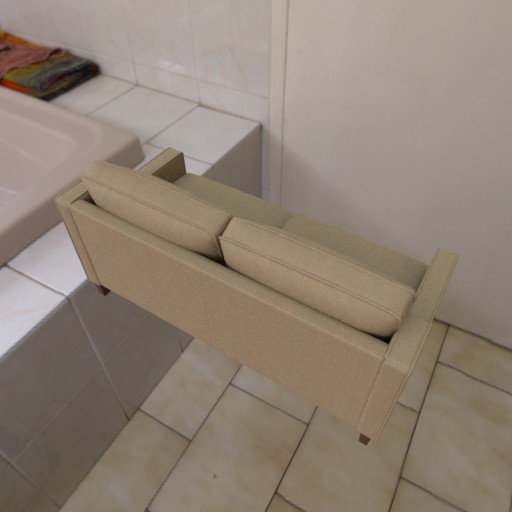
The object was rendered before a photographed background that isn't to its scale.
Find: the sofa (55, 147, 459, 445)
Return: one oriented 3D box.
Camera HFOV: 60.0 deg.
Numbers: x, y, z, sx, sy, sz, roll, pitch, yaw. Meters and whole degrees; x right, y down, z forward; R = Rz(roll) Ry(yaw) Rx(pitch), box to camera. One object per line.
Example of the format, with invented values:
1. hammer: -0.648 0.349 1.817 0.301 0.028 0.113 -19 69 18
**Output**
1. sofa: 0.000 0.000 2.798 2.178 1.071 1.066 24 50 22
